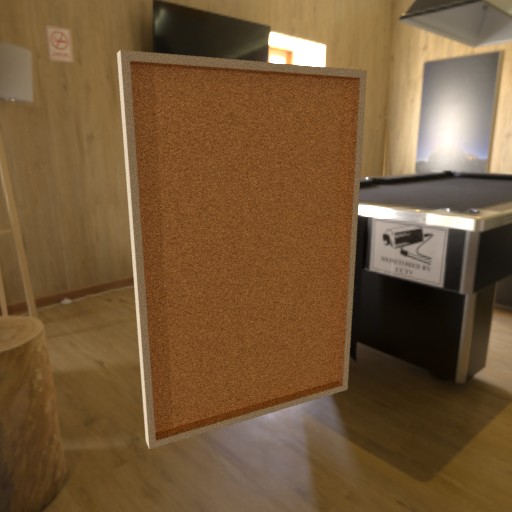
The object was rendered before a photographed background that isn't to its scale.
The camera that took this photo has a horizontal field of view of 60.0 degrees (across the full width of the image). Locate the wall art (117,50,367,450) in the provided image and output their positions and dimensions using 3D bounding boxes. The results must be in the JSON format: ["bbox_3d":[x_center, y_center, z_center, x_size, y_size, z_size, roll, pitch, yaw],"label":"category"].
[{"bbox_3d":[0.000,0.000,1.131,0.610,0.914,0.038,-7,17,-25],"label":"wall art"}]
